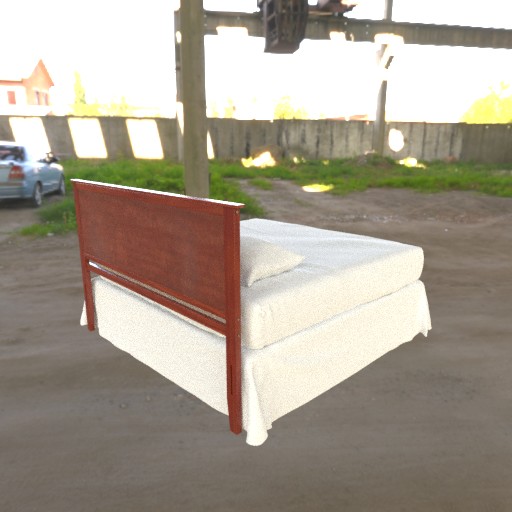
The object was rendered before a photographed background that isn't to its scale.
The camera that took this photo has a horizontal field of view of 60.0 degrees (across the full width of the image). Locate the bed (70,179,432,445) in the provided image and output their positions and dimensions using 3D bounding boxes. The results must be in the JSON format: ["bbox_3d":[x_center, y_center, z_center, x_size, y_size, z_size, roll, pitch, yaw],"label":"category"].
[{"bbox_3d":[0.000,0.000,3.700,2.219,1.271,2.314,-13,20,-42],"label":"bed"}]
